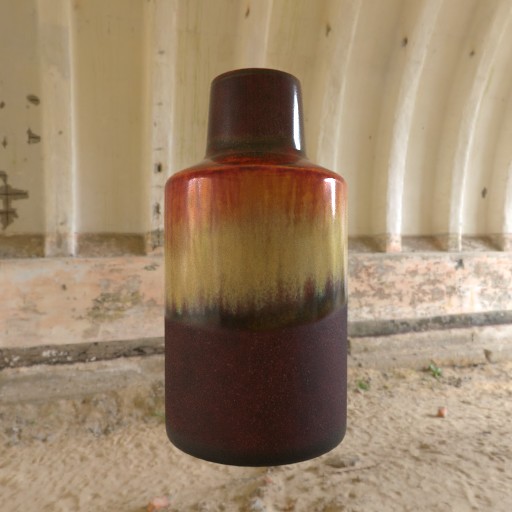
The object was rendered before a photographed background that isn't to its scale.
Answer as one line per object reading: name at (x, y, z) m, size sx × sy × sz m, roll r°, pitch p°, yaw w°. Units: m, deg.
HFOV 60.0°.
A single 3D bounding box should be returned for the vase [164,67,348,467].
vase at (0.000, 0.000, 0.266) m, size 0.108 × 0.204 × 0.108 m, roll 0°, pitch 1°, yaw 0°
